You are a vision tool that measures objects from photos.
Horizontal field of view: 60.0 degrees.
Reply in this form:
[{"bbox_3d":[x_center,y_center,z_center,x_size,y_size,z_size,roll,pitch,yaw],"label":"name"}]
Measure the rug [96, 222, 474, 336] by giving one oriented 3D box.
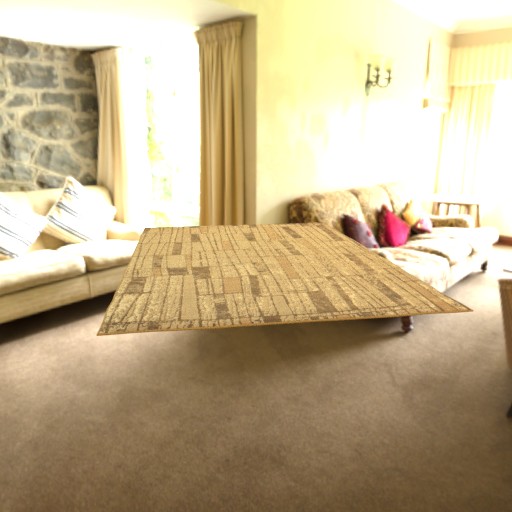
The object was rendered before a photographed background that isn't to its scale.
[{"bbox_3d":[0.000,0.000,4.397,2.449,0.019,3.357,-2,15,-9],"label":"rug"}]
